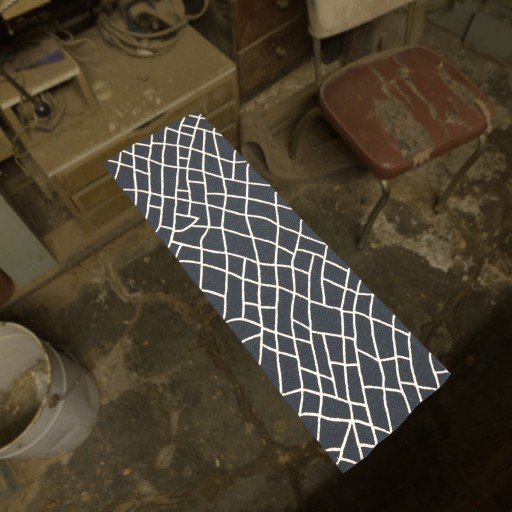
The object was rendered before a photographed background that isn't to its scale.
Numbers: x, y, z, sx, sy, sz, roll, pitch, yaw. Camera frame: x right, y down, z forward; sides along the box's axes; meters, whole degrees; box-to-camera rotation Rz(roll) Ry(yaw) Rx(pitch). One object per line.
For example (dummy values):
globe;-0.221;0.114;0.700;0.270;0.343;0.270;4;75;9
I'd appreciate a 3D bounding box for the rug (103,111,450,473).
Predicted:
rug;0.000;0.000;2.749;0.807;0.010;2.476;-35;68;-16
